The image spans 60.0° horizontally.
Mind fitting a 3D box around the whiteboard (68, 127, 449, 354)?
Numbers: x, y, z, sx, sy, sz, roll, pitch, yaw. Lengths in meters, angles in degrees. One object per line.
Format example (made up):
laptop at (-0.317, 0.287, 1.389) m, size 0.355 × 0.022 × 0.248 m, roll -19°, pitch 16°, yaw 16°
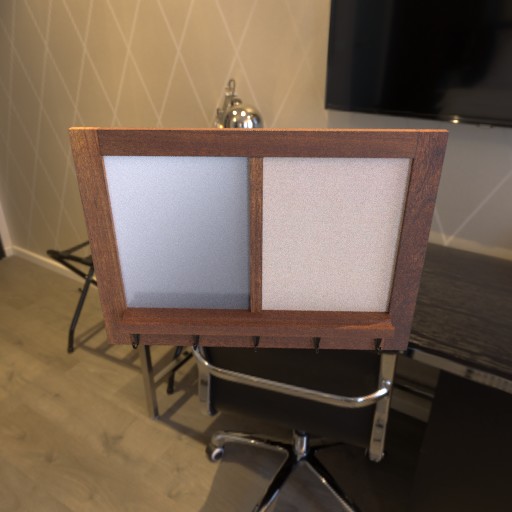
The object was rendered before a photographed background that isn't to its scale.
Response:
whiteboard at (0.000, 0.000, 1.019) m, size 0.783 × 0.559 × 0.083 m, roll 1°, pitch 27°, yaw 2°
